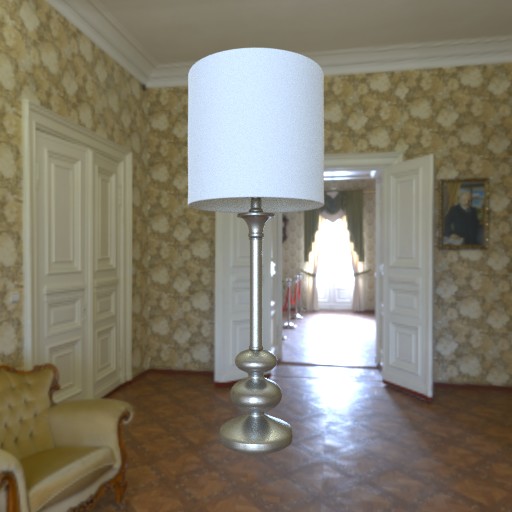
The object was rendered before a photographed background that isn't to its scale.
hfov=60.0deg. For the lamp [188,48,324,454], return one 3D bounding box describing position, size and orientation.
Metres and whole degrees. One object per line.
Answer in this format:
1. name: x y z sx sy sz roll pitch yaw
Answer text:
1. lamp: 0.000 0.000 0.834 0.254 0.690 0.254 0 0 -36
